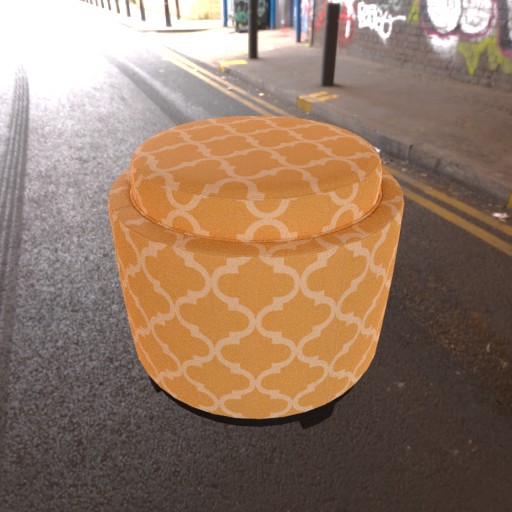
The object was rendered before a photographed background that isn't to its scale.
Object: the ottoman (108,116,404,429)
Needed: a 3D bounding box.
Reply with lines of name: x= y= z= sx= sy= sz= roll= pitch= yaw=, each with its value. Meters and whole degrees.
ottoman: x=0.000 y=0.000 z=0.808 sx=0.480 sy=0.429 sz=0.480 roll=0 pitch=32 yaw=0
